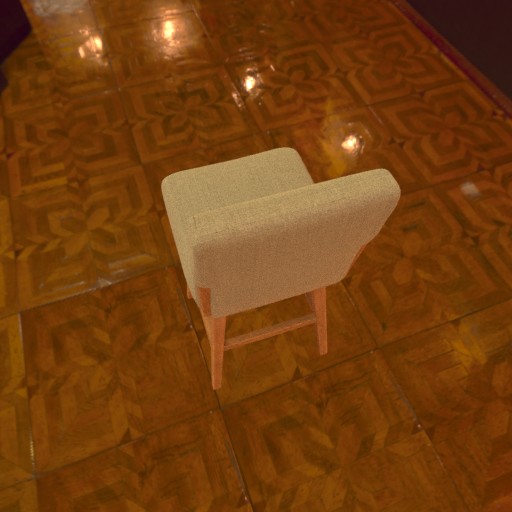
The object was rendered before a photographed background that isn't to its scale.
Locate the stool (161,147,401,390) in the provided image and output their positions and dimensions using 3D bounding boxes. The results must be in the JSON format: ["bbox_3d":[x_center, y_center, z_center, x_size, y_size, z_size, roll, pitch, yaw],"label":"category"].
[{"bbox_3d":[0.000,0.000,1.415,0.483,1.106,0.569,-16,59,-10],"label":"stool"}]
